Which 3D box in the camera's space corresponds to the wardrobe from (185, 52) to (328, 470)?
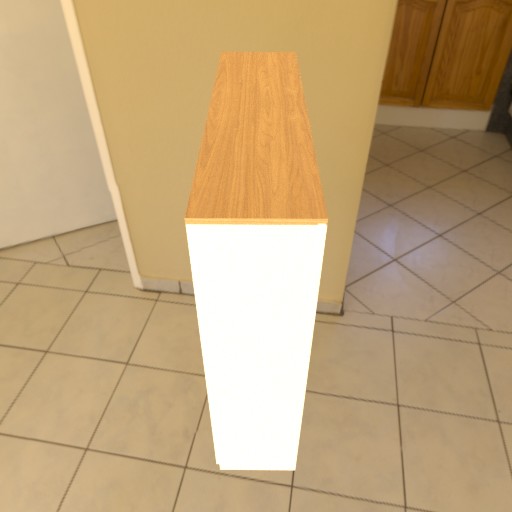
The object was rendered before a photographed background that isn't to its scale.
[{"bbox_3d":[0.000,0.000,3.313,0.590,2.260,2.160,0,41,0],"label":"wardrobe"}]
